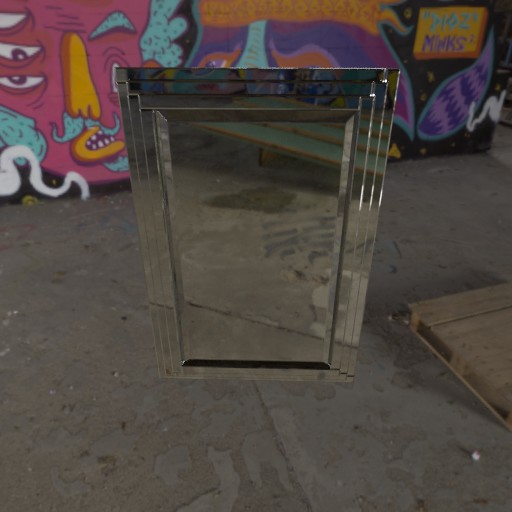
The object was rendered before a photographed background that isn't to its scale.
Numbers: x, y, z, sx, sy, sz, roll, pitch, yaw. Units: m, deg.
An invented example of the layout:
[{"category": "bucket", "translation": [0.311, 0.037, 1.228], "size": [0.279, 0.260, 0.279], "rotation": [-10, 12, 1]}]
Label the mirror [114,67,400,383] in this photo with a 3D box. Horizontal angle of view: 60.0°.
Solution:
[{"category": "mirror", "translation": [0.000, 0.000, 1.166], "size": [0.613, 0.914, 0.039], "rotation": [1, 30, 2]}]
